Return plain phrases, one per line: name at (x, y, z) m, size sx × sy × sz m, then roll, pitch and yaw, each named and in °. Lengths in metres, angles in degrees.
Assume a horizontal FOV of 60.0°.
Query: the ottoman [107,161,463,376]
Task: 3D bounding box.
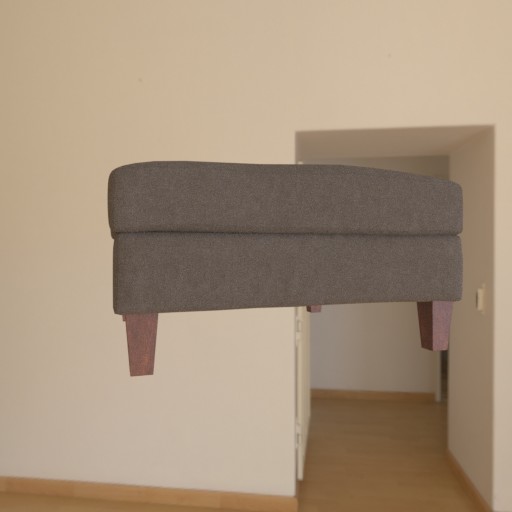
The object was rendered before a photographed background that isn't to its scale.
ottoman at (0.000, 0.000, 1.402) m, size 0.881 × 0.482 × 0.861 m, roll 0°, pitch 1°, yaw -18°
